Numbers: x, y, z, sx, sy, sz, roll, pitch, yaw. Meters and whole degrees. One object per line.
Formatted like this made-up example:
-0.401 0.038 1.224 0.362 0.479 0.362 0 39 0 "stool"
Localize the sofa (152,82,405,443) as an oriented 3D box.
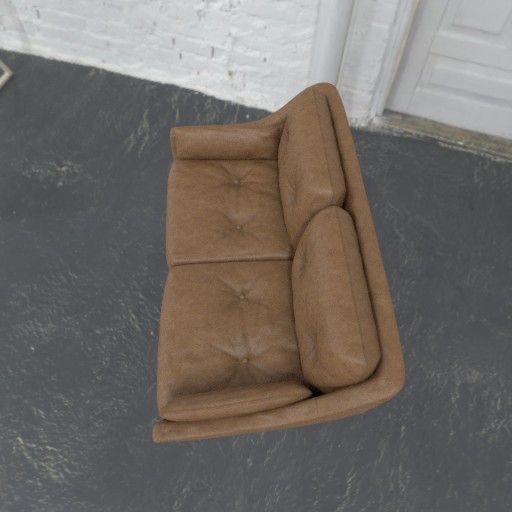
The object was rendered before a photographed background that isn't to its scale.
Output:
0.000 0.000 2.244 0.981 0.886 1.731 -3 59 -2 "sofa"
